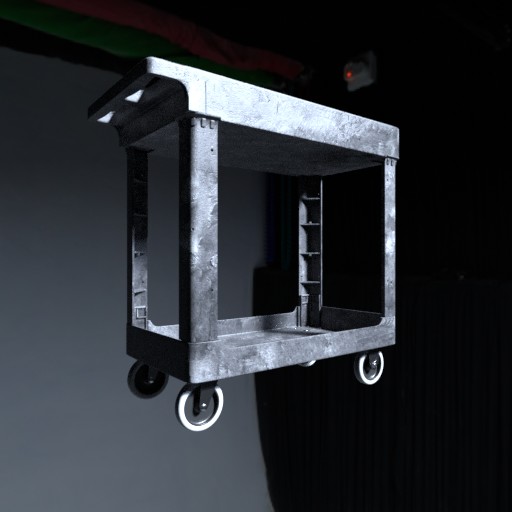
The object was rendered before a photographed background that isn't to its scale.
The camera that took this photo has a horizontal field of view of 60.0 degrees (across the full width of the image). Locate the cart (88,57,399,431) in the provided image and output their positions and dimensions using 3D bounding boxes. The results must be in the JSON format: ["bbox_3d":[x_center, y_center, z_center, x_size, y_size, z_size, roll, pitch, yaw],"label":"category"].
[{"bbox_3d":[0.000,0.000,1.335,0.877,0.824,0.420,0,0,-37],"label":"cart"}]
